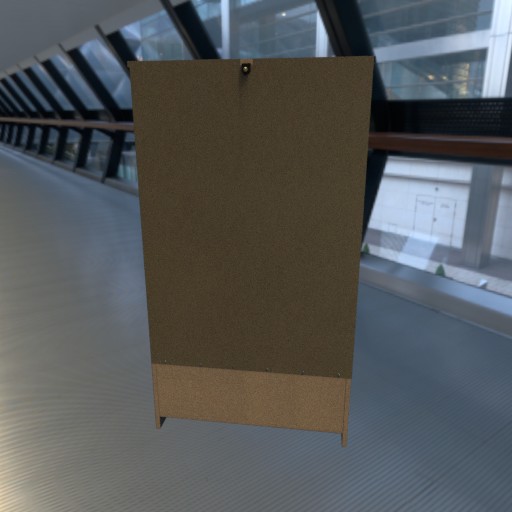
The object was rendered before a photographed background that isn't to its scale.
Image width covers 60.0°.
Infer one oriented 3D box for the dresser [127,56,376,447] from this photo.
[{"bbox_3d":[0.000,0.000,1.586,0.704,1.254,0.418,2,16,8],"label":"dresser"}]
